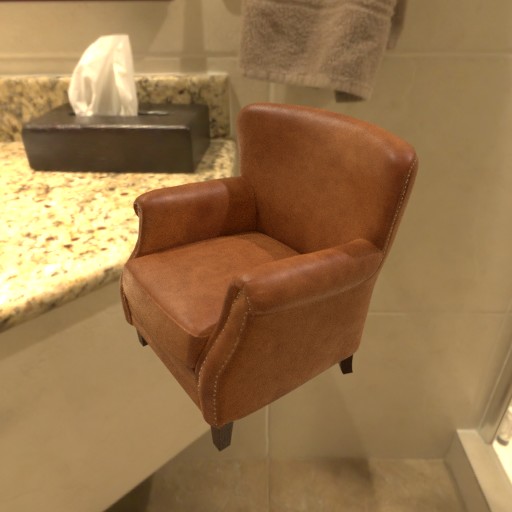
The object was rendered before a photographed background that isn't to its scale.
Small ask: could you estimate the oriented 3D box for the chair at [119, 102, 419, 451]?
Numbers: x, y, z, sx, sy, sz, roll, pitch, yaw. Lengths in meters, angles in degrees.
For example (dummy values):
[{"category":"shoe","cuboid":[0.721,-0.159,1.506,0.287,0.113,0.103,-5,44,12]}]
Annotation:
[{"category":"chair","cuboid":[0.000,0.000,1.679,0.921,0.936,0.861,-21,38,-31]}]
